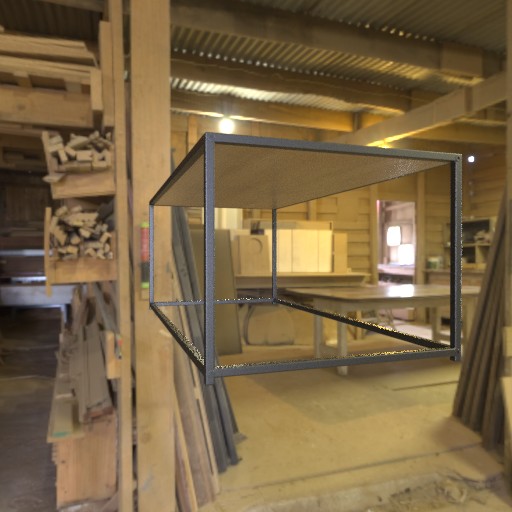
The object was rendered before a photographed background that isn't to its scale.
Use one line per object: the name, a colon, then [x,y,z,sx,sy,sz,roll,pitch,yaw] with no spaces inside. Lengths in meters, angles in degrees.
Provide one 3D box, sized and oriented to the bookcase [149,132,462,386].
bookcase: [0.000,0.000,1.247,0.500,0.400,1.000,0,0,-18]
